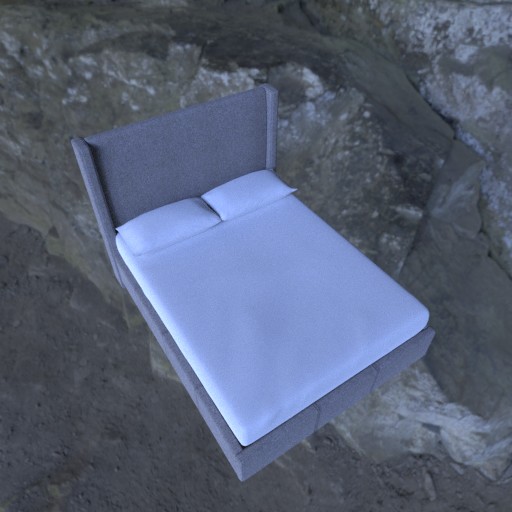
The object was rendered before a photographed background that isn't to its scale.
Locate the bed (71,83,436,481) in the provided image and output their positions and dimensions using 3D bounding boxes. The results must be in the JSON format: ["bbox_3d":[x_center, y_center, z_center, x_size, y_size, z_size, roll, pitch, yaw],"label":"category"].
[{"bbox_3d":[0.000,0.000,3.362,1.714,1.476,2.245,-25,50,-23],"label":"bed"}]
